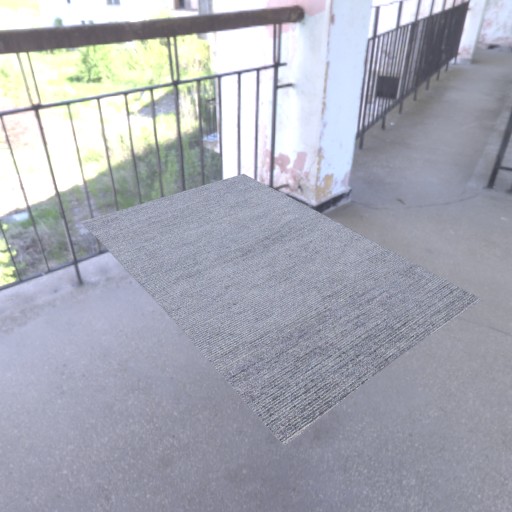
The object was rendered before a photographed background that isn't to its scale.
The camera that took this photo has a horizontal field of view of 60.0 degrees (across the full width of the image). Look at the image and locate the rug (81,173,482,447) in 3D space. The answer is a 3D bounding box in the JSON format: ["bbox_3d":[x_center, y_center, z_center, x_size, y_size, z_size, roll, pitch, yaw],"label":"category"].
[{"bbox_3d":[0.000,0.000,2.245,1.159,0.021,1.789,-23,40,-31],"label":"rug"}]
